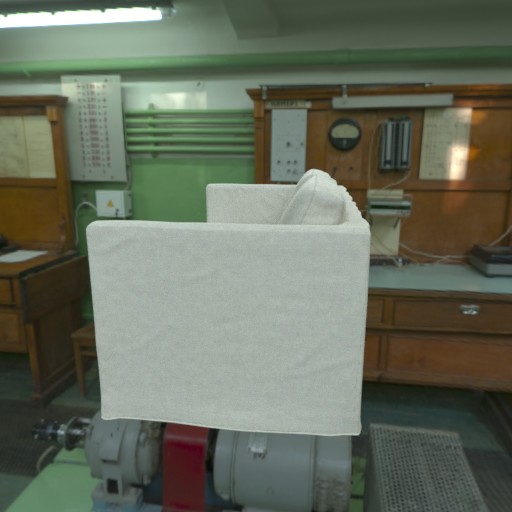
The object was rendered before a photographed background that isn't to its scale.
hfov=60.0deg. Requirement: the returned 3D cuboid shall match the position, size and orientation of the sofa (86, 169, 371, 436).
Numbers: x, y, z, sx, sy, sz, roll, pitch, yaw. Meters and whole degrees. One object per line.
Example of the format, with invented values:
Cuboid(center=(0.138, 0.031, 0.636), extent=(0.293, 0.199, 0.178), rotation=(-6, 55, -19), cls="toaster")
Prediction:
Cuboid(center=(0.000, 0.000, 2.265), extent=(0.962, 0.835, 1.719), rotation=(2, 14, 8), cls="sofa")
